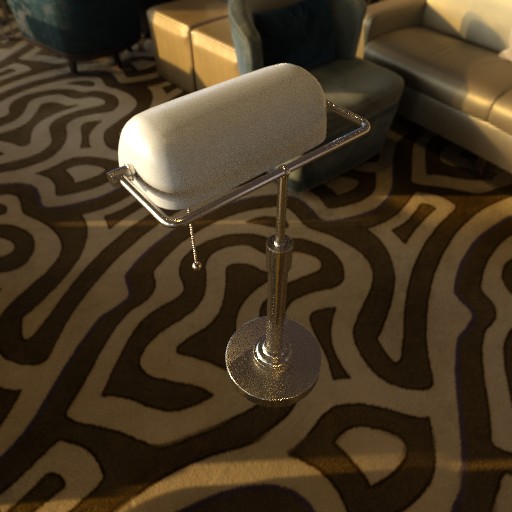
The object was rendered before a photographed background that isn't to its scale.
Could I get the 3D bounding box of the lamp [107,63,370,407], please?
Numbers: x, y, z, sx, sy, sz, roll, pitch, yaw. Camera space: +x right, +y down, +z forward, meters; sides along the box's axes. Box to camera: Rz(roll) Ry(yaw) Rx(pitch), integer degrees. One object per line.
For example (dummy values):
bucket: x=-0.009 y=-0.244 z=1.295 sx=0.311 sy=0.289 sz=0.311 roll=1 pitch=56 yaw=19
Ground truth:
lamp: x=0.000 y=0.000 z=0.554 sx=0.269 sy=0.404 sz=0.227 roll=-31 pitch=53 yaw=-26
